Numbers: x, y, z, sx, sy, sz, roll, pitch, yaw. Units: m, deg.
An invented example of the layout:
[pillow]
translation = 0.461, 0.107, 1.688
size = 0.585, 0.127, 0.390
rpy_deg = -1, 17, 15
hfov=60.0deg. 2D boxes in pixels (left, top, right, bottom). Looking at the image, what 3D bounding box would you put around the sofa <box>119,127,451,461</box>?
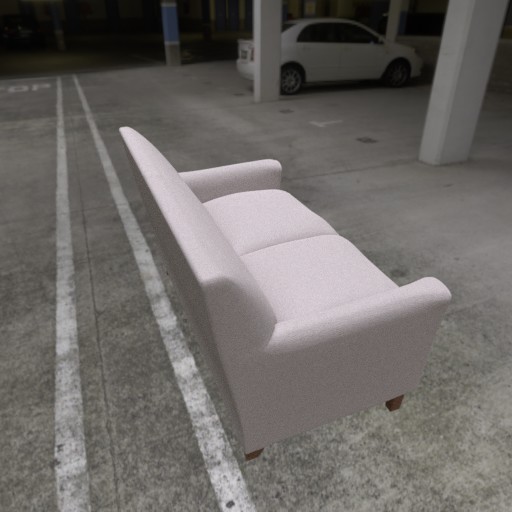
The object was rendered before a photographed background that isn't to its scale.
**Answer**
[sofa]
translation = 0.000, 0.000, 2.000
size = 0.888, 0.890, 1.482
rpy_deg = -12, 33, -19
